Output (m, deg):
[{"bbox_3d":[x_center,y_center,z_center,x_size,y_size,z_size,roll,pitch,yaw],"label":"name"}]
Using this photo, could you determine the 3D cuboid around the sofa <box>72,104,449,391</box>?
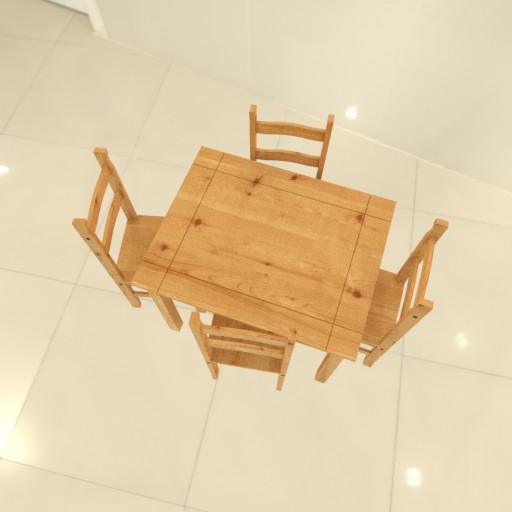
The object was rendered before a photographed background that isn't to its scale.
[{"bbox_3d":[0.000,0.000,2.253,1.529,1.000,1.144,18,65,8],"label":"sofa"}]
